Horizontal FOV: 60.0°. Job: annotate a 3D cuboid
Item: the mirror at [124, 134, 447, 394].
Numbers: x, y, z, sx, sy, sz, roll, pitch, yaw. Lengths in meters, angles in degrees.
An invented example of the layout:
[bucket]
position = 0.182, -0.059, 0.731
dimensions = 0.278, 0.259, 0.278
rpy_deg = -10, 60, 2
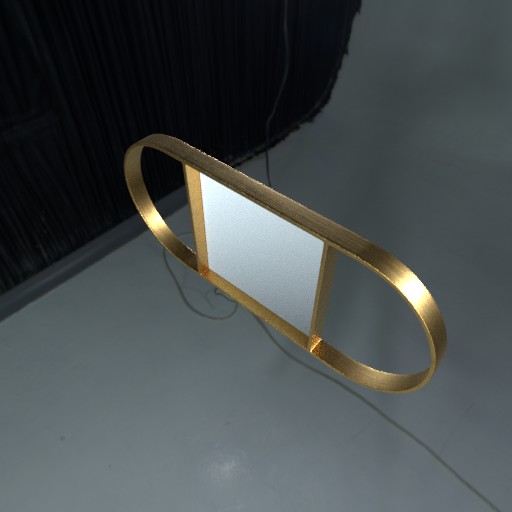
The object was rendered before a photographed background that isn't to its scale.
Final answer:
[mirror]
position = 0.000, 0.000, 0.672
dimensions = 0.584, 0.254, 0.032
rpy_deg = 32, 55, 26
